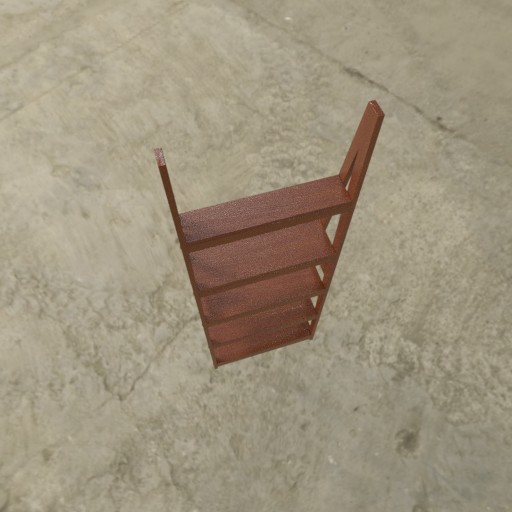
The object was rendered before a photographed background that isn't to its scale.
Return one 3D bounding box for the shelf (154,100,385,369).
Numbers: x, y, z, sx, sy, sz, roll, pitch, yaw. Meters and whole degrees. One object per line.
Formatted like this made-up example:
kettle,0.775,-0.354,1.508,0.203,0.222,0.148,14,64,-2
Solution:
shelf,0.000,0.000,2.010,0.630,1.780,0.356,-15,61,-9
